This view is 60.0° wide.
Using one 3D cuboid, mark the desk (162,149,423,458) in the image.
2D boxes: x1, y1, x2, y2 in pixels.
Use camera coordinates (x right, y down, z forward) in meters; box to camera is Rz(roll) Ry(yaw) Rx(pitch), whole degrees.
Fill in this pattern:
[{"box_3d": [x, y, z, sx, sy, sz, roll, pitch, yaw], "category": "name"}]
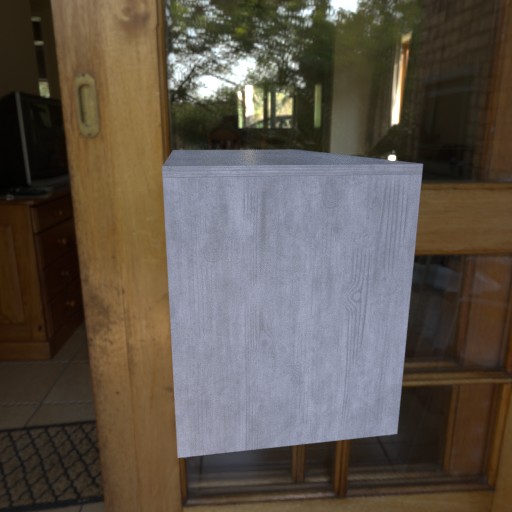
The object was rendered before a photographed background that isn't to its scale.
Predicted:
[{"box_3d": [0.000, 0.000, 1.660, 0.600, 0.740, 1.200, -2, 15, -9], "category": "desk"}]
